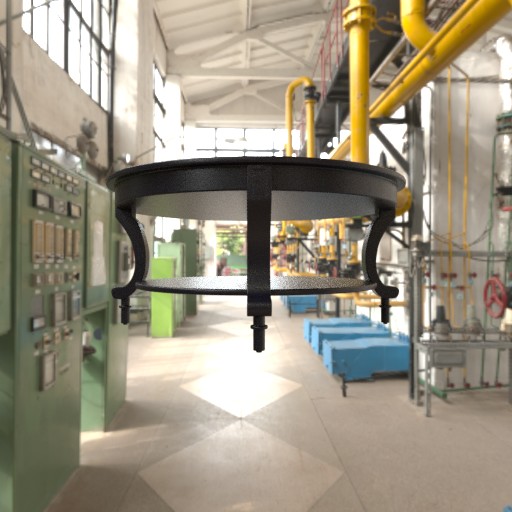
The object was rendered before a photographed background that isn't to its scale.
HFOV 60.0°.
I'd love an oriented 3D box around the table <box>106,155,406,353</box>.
[{"bbox_3d":[0.000,0.000,1.597,1.029,0.491,1.029,0,0,0],"label":"table"}]
